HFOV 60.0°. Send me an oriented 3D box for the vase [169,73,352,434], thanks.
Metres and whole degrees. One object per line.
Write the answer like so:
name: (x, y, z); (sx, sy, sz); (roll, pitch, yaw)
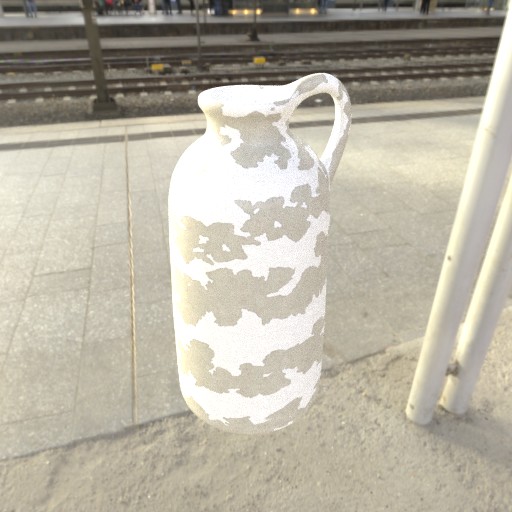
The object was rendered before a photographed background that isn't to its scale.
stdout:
vase: (0.000, 0.000, 0.503); (0.203, 0.382, 0.186); (-9, 32, -15)
